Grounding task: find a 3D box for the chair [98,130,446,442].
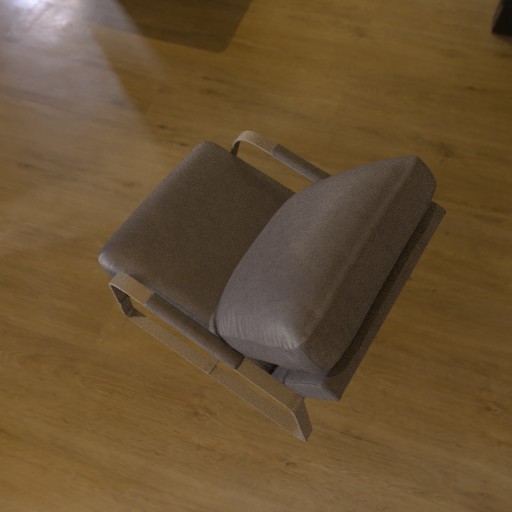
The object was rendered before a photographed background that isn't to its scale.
[{"bbox_3d":[0.000,0.000,1.425,0.878,0.839,0.692,31,68,14],"label":"chair"}]
